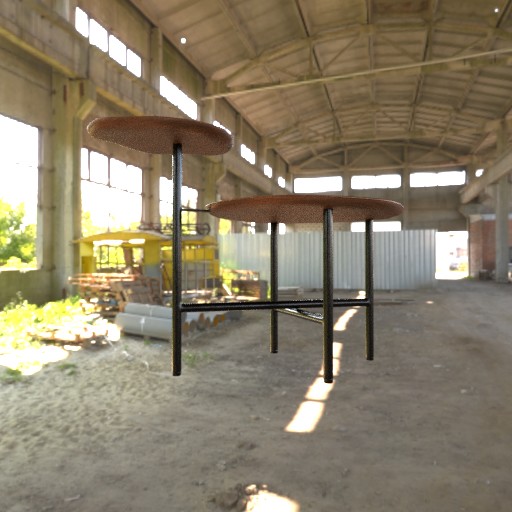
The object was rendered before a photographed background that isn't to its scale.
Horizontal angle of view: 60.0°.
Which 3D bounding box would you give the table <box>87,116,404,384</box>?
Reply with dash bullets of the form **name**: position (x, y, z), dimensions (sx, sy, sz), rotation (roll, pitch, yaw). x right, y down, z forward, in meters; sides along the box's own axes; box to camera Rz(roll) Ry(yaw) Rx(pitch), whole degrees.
- **table**: position (0.000, 0.000, 1.062), dimensions (0.759, 0.538, 0.442), rotation (0, -1, -18)
